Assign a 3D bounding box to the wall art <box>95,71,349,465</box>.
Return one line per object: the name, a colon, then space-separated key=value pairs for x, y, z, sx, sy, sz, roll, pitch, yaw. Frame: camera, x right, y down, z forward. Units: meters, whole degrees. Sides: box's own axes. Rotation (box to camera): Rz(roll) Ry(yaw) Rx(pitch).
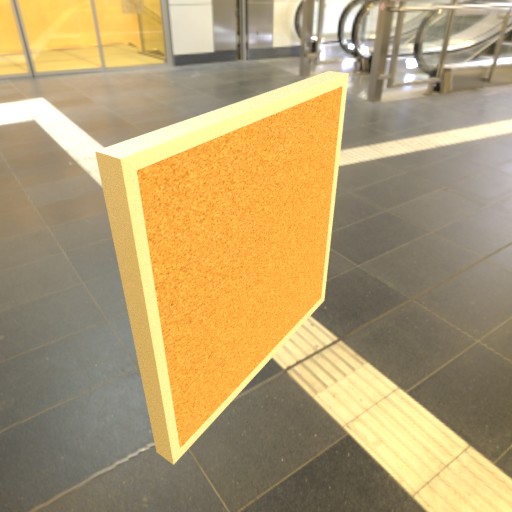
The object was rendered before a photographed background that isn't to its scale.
wall art: x=0.000 y=0.000 z=0.747 sx=0.038 sy=0.505 sz=0.506 roll=21 pitch=38 yaw=29
